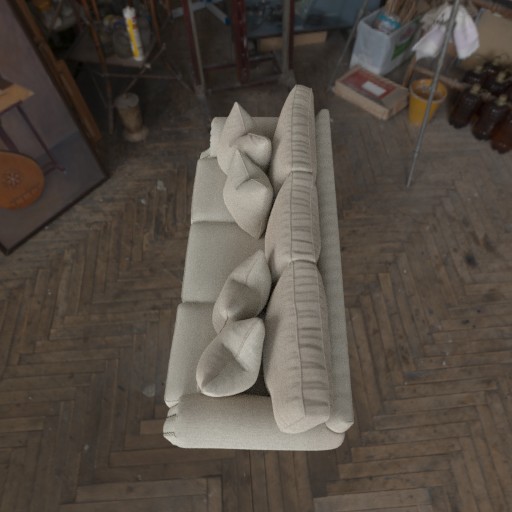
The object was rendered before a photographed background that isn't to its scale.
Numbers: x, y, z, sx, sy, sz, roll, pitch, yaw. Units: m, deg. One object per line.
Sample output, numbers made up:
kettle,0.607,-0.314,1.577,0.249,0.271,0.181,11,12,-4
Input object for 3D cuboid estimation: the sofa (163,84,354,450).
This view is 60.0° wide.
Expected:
sofa,0.000,0.000,2.827,0.965,0.975,2.312,2,58,1
